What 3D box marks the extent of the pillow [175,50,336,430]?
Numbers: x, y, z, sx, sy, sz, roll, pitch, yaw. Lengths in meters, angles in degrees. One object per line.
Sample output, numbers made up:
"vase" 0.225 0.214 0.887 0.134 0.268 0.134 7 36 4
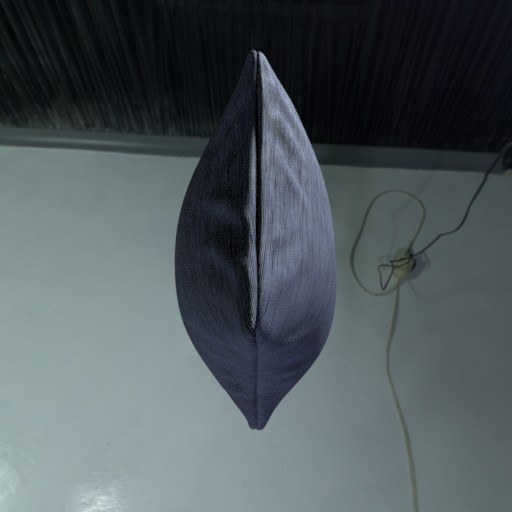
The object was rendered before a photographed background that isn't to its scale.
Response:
"pillow" 0.000 0.000 0.676 0.246 0.414 0.432 0 58 0
